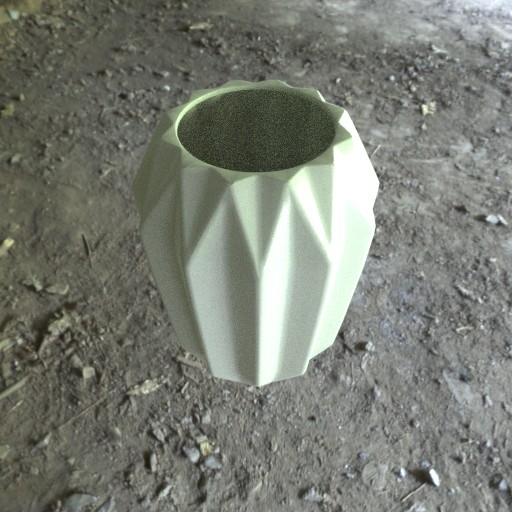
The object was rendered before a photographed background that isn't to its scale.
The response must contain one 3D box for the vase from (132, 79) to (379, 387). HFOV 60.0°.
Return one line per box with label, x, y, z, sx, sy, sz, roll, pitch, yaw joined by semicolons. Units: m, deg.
vase;0.000;0.000;0.408;0.195;0.275;0.195;0;48;0
